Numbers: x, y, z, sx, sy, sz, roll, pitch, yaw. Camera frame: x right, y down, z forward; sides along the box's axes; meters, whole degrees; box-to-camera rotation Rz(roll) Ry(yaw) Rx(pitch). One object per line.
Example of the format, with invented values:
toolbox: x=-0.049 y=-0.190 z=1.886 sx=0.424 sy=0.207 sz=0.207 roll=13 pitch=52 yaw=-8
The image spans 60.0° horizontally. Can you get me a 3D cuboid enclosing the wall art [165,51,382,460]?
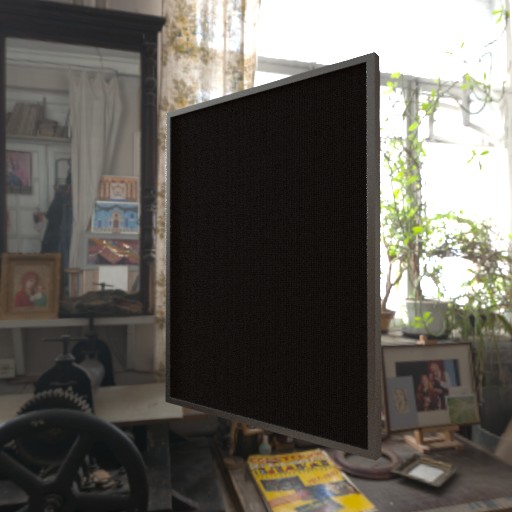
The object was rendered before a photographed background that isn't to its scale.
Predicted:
wall art: x=0.000 y=0.000 z=1.401 sx=0.801 sy=1.062 sz=0.037 roll=-1 pitch=-1 yaw=37
